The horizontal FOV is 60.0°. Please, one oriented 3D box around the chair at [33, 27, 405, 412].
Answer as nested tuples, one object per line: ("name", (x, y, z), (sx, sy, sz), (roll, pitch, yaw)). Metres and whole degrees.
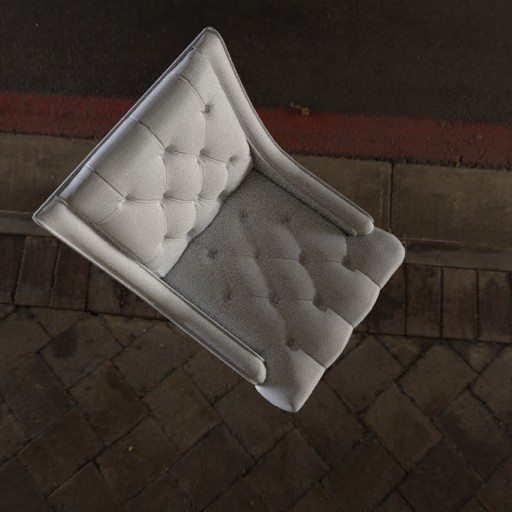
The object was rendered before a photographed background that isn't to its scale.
("chair", (0.000, 0.000, 1.397), (0.772, 0.891, 0.658), (36, 79, 8))
